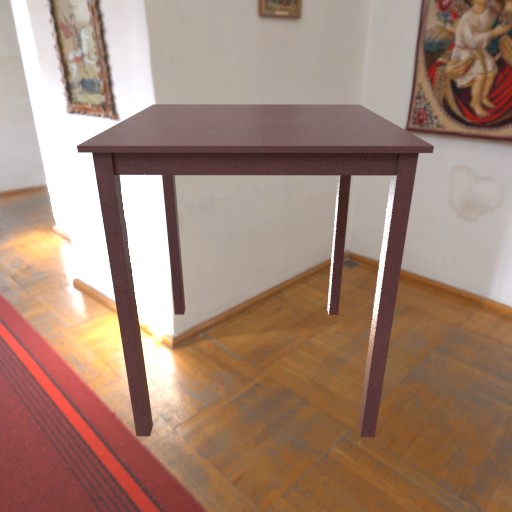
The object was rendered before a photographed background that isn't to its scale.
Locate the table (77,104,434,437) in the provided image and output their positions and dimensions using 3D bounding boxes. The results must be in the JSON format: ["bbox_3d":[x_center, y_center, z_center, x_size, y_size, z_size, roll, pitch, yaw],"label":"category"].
[{"bbox_3d":[0.000,0.000,1.667,0.861,0.991,0.861,0,25,0],"label":"table"}]
